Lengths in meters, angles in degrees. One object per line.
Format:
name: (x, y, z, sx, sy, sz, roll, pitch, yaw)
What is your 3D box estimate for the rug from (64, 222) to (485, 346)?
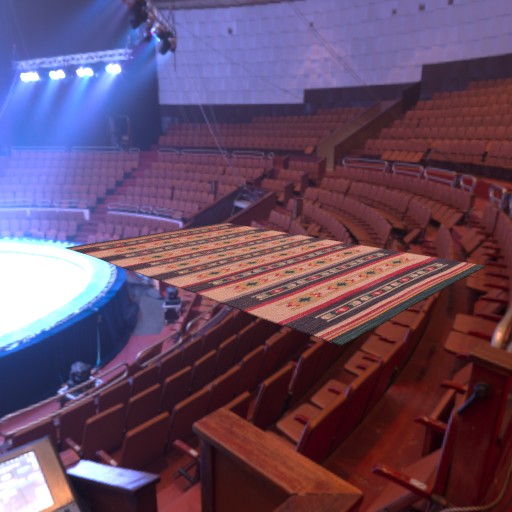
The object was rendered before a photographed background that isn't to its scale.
rug: (0.000, 0.000, 2.872, 2.311, 0.010, 1.522, 13, 18, 43)
